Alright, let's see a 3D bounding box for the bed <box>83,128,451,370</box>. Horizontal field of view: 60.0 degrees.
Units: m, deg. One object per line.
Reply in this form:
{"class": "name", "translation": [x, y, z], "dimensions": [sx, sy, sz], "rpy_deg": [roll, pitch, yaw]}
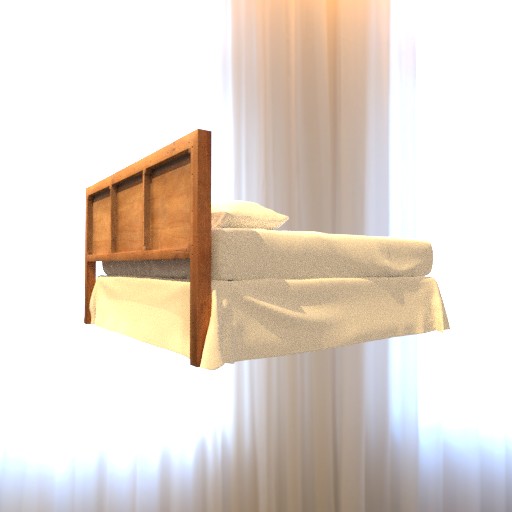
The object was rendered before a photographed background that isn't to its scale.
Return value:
{"class": "bed", "translation": [0.000, 0.000, 3.550], "dimensions": [2.165, 1.158, 2.255], "rpy_deg": [1, -2, -36]}
